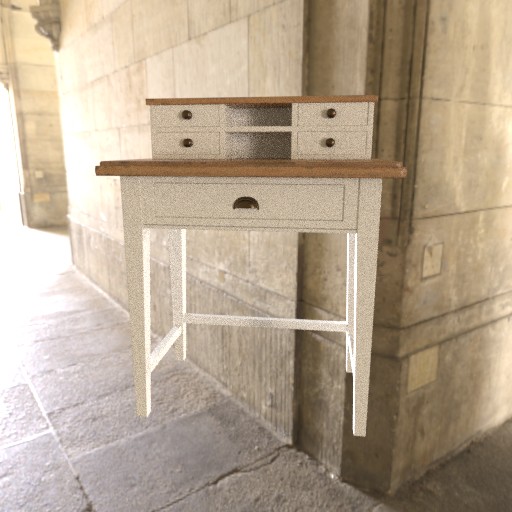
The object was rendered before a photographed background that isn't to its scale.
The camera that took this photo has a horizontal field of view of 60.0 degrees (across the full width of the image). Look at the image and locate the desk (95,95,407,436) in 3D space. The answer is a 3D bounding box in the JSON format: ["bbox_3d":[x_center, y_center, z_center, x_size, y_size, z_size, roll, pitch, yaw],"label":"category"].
[{"bbox_3d":[0.000,0.000,1.431,0.814,0.981,0.462,2,14,8],"label":"desk"}]
